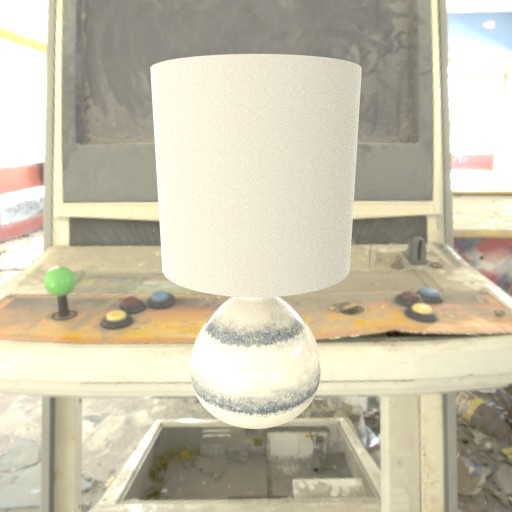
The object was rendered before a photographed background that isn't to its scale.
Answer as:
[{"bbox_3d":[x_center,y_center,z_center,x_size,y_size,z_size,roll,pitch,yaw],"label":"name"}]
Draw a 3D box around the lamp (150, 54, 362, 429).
[{"bbox_3d":[0.000,0.000,0.520,0.216,0.404,0.216,8,17,25],"label":"lamp"}]
